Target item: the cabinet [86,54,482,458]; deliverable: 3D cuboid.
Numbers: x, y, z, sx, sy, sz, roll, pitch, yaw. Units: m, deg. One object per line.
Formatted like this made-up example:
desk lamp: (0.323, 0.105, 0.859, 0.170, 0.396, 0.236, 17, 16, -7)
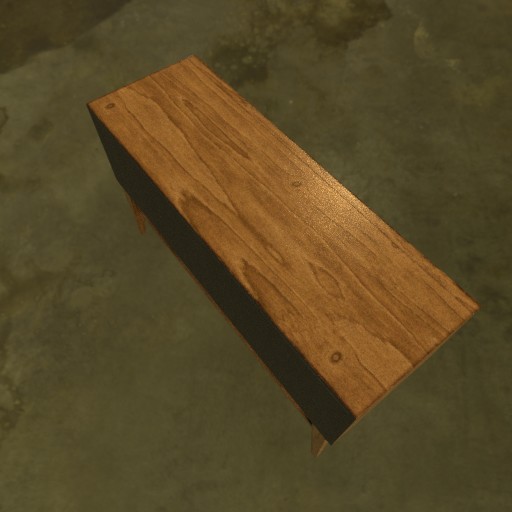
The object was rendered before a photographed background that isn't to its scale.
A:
cabinet: (0.000, 0.000, 1.720, 0.477, 0.802, 1.363, -34, 64, -19)
